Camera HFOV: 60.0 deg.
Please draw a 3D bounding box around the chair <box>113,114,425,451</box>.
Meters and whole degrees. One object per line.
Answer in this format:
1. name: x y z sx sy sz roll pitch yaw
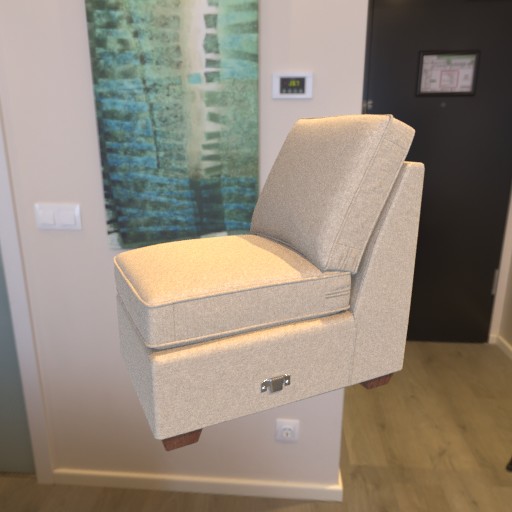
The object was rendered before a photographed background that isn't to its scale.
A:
1. chair: 0.000 0.000 1.731 1.020 1.058 0.674 -7 17 -25
